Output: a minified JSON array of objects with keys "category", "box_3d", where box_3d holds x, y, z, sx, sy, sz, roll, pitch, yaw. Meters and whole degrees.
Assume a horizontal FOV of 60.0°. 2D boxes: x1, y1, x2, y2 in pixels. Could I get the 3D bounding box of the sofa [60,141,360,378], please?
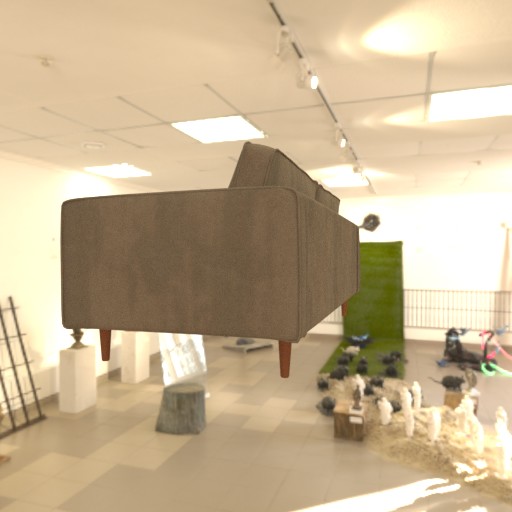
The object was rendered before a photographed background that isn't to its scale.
[{"category":"sofa","box_3d":[0.000,0.000,2.387,0.924,0.825,1.920,0,0,19]}]
